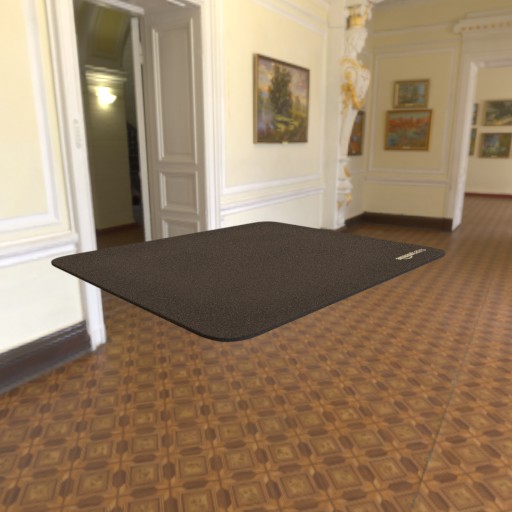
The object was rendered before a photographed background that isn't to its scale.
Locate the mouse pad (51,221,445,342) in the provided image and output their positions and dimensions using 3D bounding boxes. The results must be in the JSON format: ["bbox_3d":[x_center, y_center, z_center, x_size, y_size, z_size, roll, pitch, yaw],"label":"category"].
[{"bbox_3d":[0.000,0.000,0.352,0.211,0.002,0.249,14,20,43],"label":"mouse pad"}]
